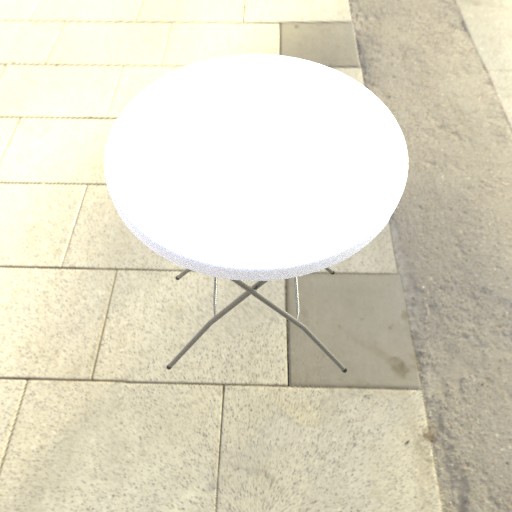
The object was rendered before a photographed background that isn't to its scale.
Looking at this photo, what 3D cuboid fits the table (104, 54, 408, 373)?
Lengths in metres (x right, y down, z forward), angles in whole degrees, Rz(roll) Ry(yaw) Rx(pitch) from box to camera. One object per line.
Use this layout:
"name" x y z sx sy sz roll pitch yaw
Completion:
"table" 0.000 0.000 1.629 0.795 1.105 0.792 -1 57 0
